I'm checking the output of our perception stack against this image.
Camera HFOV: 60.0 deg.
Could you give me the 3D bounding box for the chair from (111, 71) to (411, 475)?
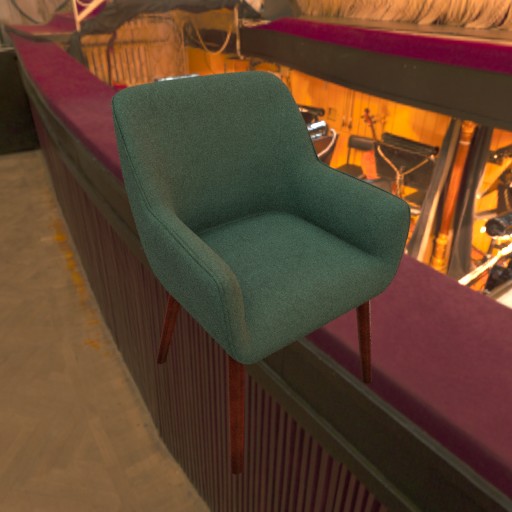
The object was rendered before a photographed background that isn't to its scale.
[{"bbox_3d":[0.000,0.000,1.135,0.543,0.803,0.519,-22,37,-31],"label":"chair"}]
